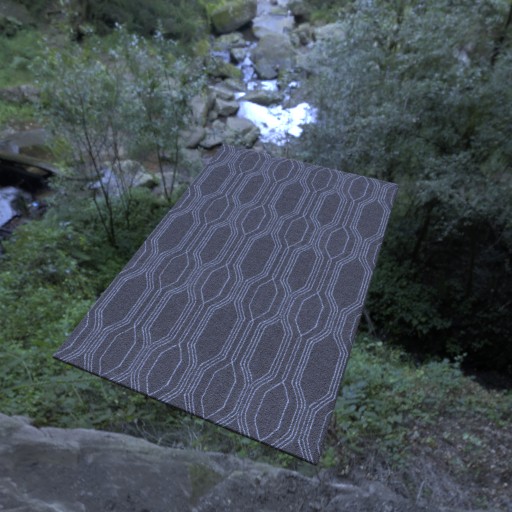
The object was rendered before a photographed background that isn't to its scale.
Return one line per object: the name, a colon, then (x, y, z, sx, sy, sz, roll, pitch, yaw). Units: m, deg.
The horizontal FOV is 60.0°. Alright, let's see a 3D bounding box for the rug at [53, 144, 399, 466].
rug: (0.000, 0.000, 2.410, 1.239, 0.012, 1.836, 16, 49, 15)
